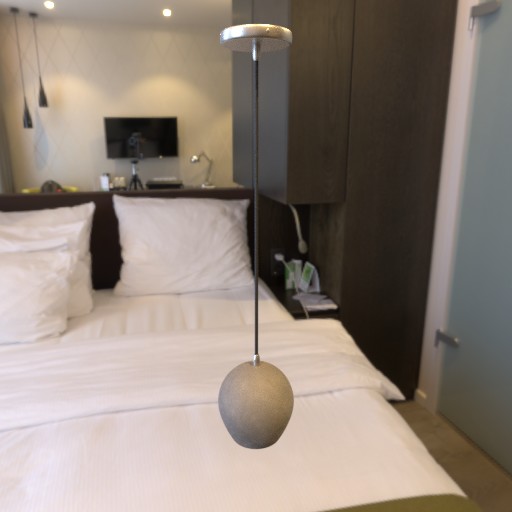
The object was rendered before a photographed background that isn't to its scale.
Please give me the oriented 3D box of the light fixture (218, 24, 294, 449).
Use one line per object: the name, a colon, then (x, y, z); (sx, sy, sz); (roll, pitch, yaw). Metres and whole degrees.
light fixture: (0.000, 0.000, 0.826); (0.153, 0.760, 0.153); (14, 20, 43)
